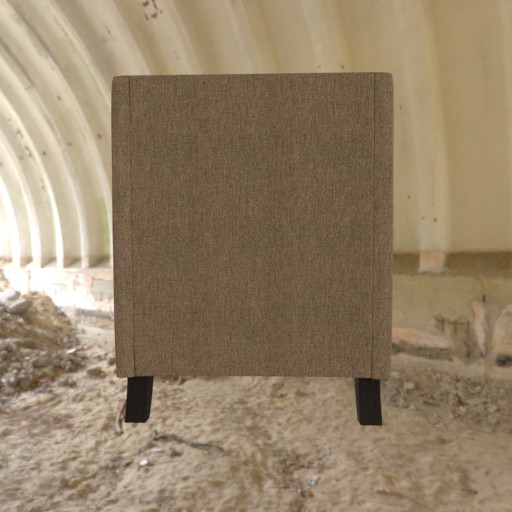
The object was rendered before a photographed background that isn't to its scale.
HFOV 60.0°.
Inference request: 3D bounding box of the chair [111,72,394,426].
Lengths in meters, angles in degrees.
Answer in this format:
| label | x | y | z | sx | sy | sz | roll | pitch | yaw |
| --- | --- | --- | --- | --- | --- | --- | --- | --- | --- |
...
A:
| label | x | y | z | sx | sy | sz | roll | pitch | yaw |
| --- | --- | --- | --- | --- | --- | --- | --- | --- | --- |
| chair | 0.000 | 0.000 | 1.596 | 0.776 | 0.967 | 0.884 | 0 | -1 | 2 |
